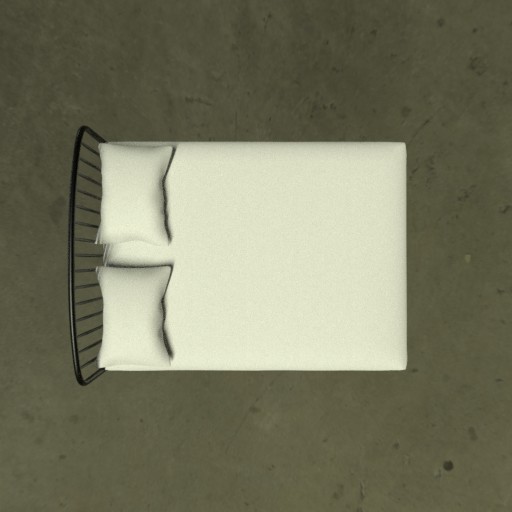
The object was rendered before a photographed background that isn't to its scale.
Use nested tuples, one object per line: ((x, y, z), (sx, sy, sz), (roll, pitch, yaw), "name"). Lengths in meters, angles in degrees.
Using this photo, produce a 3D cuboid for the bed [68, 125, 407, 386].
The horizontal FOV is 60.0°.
((0.000, 0.000, 3.104), (2.159, 1.166, 1.618), (0, 89, 0), "bed")
